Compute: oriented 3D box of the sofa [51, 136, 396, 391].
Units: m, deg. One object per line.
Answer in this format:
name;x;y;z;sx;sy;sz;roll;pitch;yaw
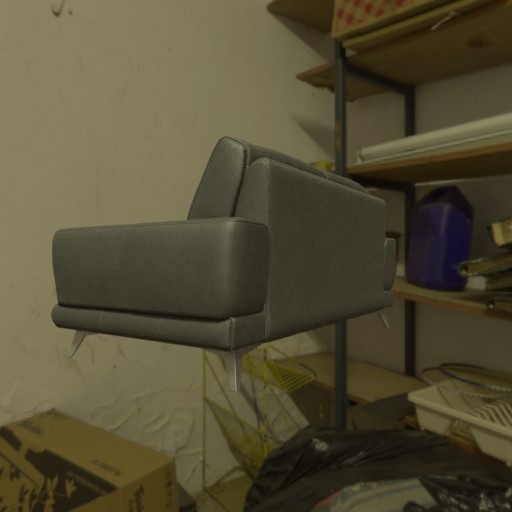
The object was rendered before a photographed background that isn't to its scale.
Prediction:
sofa;0.000;0.000;2.391;1.018;0.907;1.806;0;-1;34
